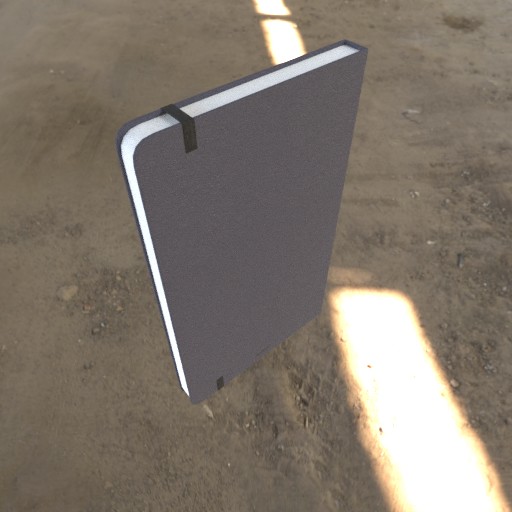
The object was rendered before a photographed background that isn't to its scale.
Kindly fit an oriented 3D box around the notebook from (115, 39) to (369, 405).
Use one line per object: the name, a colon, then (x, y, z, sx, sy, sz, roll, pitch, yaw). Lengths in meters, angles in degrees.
notebook: (0.000, 0.000, 0.263, 0.127, 0.213, 0.016, -32, 54, -26)
